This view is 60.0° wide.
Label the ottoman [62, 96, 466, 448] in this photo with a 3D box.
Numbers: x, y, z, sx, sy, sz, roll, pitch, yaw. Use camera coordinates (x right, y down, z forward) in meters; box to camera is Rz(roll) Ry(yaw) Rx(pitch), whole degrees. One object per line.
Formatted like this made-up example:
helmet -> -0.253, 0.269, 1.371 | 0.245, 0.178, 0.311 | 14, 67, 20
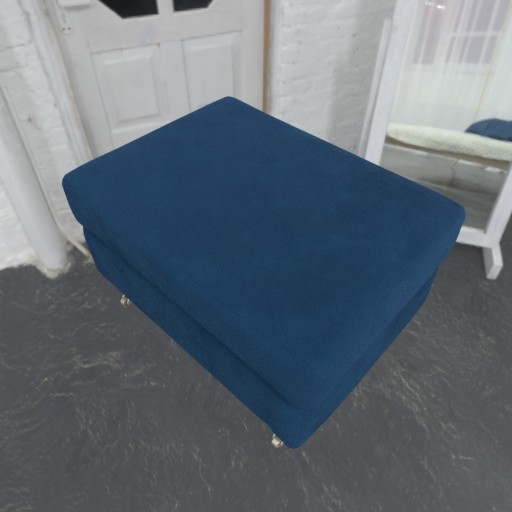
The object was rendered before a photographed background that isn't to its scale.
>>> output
ottoman -> 0.000, 0.000, 1.138 | 0.773, 0.503, 0.572 | 34, 56, 28
